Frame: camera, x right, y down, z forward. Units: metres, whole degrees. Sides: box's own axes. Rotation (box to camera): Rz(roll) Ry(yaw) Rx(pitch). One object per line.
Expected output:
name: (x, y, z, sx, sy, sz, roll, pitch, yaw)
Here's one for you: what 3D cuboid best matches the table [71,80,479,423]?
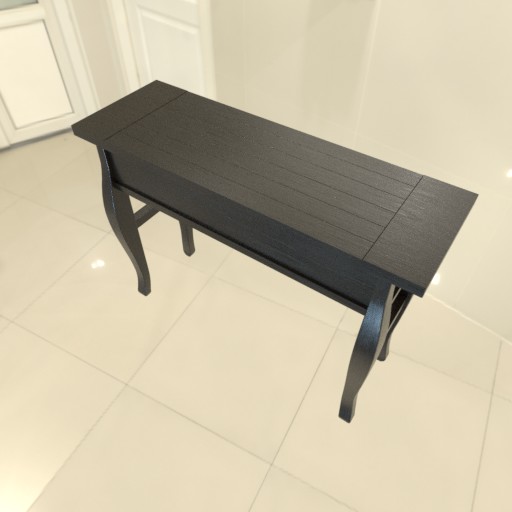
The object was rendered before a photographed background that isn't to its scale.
table: (0.000, 0.000, 1.456, 1.062, 0.768, 0.373, 27, 52, 23)
